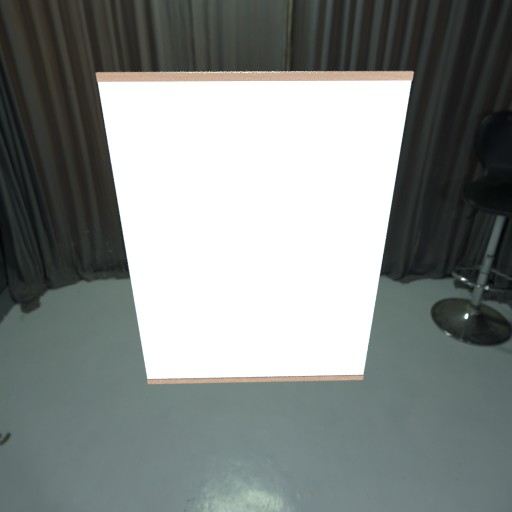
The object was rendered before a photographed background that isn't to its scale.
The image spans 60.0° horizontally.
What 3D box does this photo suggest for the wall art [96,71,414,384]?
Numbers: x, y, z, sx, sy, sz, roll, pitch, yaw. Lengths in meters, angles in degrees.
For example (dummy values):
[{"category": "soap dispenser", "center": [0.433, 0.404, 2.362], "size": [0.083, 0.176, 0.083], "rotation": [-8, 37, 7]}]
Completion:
[{"category": "wall art", "center": [0.000, 0.000, 1.315], "size": [0.758, 1.016, 0.013], "rotation": [-1, 30, -1]}]
